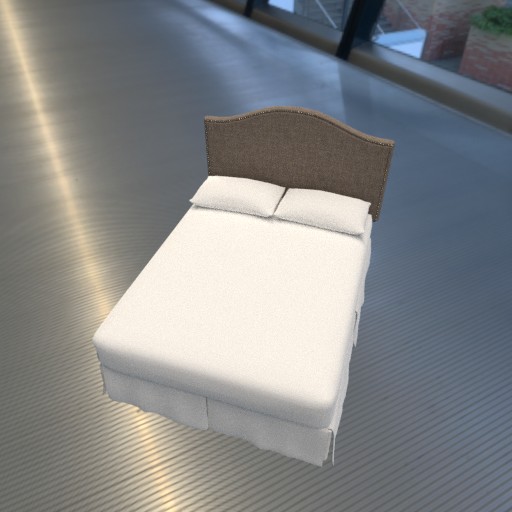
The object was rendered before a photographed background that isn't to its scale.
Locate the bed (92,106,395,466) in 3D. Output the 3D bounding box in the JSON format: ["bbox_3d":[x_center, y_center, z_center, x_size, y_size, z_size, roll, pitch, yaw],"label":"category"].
[{"bbox_3d":[0.000,0.000,3.345,1.713,1.518,2.153,12,42,13],"label":"bed"}]
